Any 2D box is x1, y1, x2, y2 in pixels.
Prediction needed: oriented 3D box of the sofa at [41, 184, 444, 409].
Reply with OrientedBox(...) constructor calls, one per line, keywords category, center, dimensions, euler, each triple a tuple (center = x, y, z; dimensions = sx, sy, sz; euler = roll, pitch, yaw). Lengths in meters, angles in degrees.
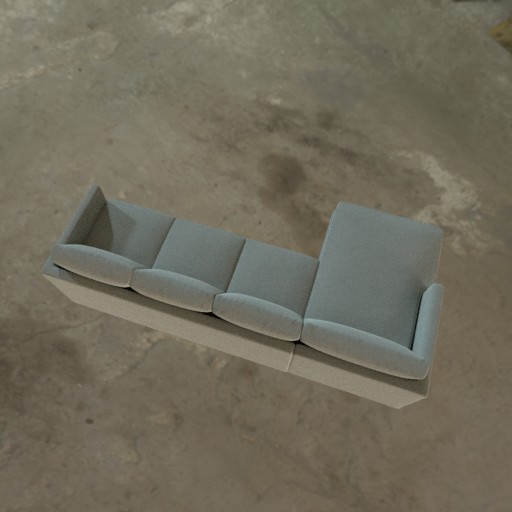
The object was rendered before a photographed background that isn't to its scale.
OrientedBox(category="sofa", center=(0.000, 0.000, 3.991), dimensions=(3.205, 0.922, 1.650), euler=(17, 66, 8))
